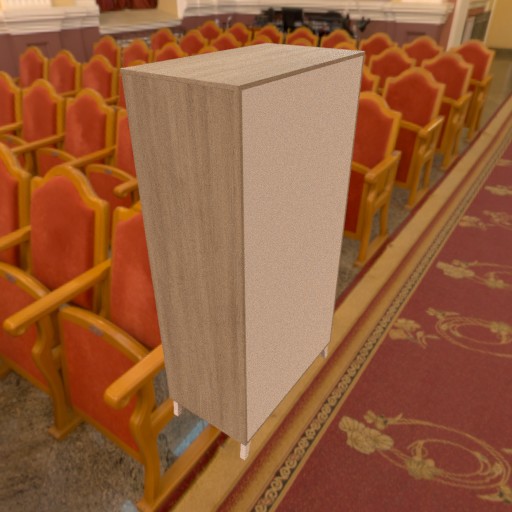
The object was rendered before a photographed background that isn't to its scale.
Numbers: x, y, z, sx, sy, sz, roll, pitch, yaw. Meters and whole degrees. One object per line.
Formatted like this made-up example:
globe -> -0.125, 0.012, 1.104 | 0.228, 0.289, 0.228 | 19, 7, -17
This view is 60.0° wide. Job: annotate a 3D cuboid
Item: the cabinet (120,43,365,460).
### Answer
cabinet -> 0.000, 0.000, 2.438 | 0.571, 1.999, 1.006 | 20, 37, 29
